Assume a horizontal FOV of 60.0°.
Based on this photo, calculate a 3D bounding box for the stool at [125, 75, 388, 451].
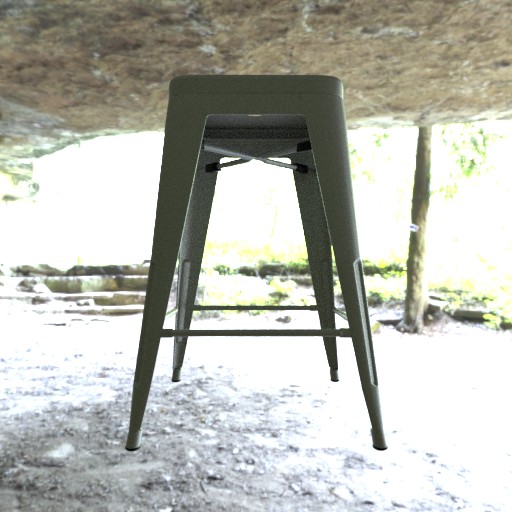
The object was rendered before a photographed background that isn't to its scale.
[{"bbox_3d":[0.000,0.000,0.889,0.410,0.608,0.410,0,-1,0],"label":"stool"}]
